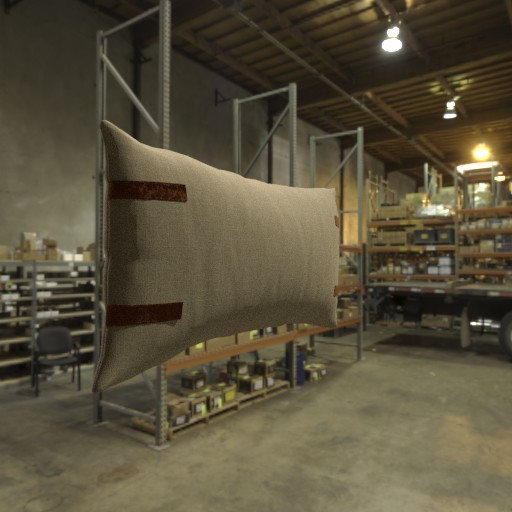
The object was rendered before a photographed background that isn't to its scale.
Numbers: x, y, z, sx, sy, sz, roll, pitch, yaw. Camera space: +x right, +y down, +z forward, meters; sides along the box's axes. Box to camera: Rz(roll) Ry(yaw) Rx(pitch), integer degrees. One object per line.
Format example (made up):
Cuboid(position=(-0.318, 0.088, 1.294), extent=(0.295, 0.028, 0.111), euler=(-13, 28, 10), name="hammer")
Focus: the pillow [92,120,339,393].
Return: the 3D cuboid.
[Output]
Cuboid(position=(0.000, 0.000, 0.733), extent=(0.148, 0.308, 0.612), euler=(-1, -1, 35), name="pillow")
